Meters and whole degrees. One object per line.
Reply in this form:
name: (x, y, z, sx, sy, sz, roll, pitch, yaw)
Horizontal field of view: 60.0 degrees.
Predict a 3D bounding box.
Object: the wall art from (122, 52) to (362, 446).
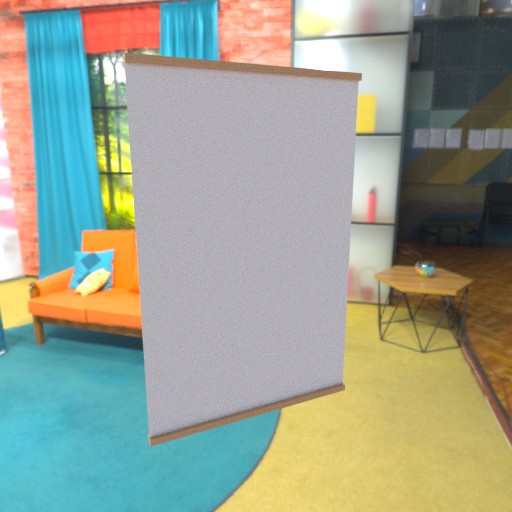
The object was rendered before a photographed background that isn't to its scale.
wall art: (0.000, 0.000, 0.762, 0.401, 0.611, 0.016, -7, 16, -25)
